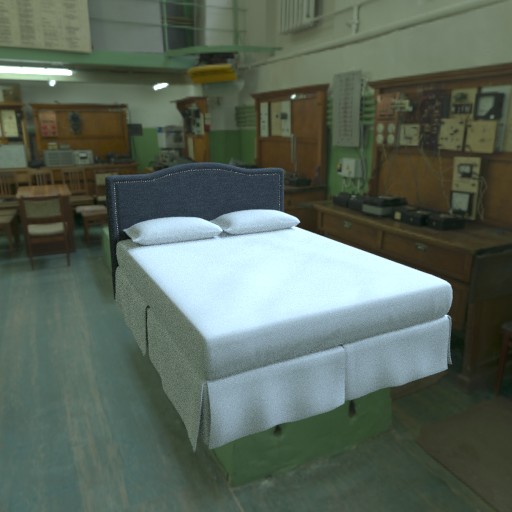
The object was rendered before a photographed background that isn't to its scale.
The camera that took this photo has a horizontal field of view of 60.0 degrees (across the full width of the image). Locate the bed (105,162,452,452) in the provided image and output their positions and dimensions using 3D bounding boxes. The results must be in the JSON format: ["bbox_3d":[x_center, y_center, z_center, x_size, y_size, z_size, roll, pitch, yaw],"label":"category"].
[{"bbox_3d":[0.000,0.000,3.943,2.161,1.457,2.689,-8,18,-26],"label":"bed"}]
